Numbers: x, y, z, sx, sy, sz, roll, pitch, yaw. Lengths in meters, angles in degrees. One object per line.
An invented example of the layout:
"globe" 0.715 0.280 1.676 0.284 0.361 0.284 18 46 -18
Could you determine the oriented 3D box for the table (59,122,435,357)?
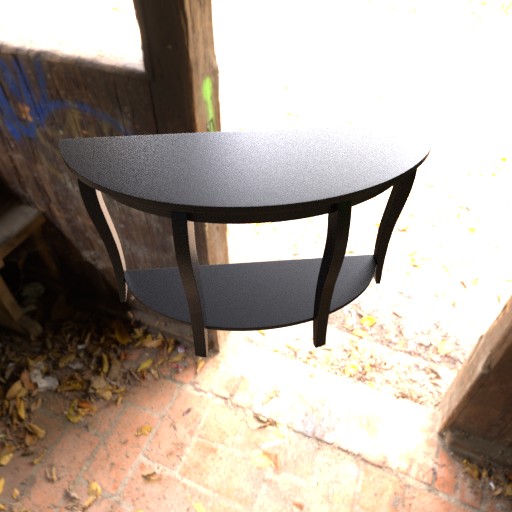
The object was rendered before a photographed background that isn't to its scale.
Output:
"table" 0.000 0.000 1.595 1.219 0.780 0.394 -4 46 -4
